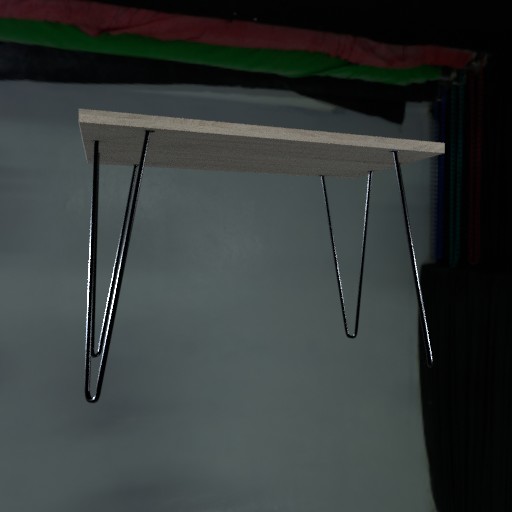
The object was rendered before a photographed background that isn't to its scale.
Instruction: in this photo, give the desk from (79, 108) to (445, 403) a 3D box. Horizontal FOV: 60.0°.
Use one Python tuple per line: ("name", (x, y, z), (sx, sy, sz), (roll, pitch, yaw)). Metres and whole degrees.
("desk", (0.000, 0.000, 1.373), (0.991, 0.660, 0.499), (0, 1, -19))
